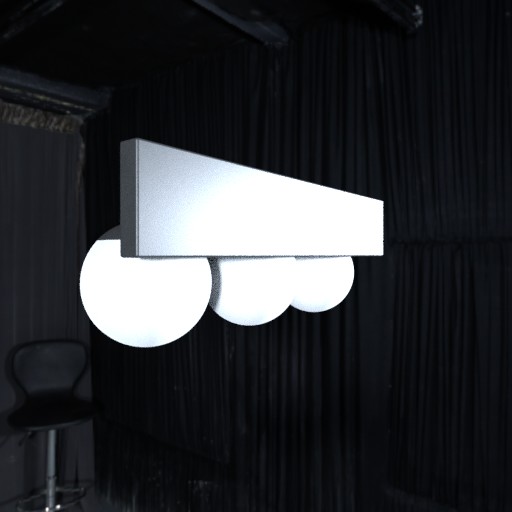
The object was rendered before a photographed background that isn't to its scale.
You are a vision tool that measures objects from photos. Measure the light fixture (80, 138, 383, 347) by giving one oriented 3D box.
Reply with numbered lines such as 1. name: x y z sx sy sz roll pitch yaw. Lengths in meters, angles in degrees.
1. light fixture: 0.000 0.000 0.838 0.218 0.263 0.721 0 0 37
